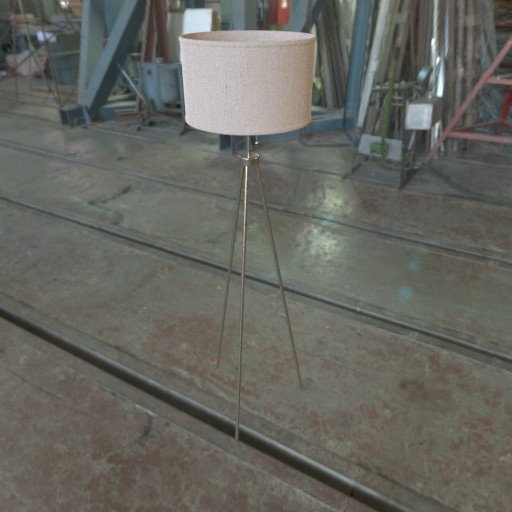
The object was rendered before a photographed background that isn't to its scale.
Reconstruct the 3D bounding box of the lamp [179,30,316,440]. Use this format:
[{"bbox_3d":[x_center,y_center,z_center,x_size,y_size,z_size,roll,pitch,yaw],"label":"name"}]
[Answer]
[{"bbox_3d":[0.000,0.000,1.728,0.460,1.545,0.449,-8,32,-13],"label":"lamp"}]
